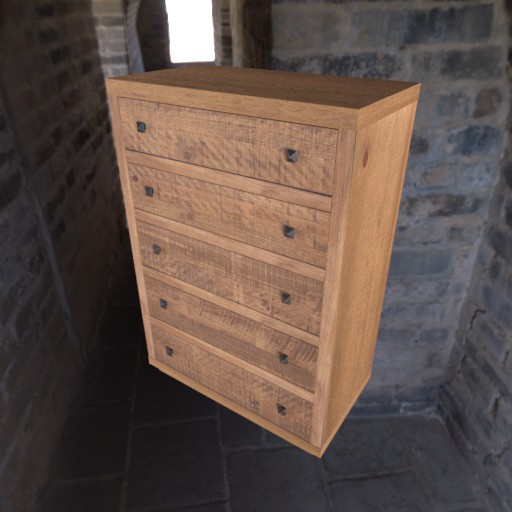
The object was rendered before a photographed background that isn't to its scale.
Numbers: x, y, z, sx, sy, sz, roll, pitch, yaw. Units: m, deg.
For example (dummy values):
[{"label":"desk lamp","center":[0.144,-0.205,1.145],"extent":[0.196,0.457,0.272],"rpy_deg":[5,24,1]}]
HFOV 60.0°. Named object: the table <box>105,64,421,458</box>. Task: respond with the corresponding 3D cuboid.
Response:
[{"label":"table","center":[0.000,0.000,1.745],"extent":[0.901,1.294,0.524],"rpy_deg":[18,34,29]}]
